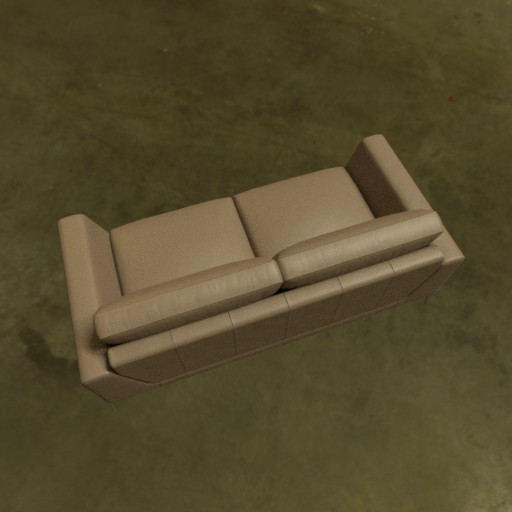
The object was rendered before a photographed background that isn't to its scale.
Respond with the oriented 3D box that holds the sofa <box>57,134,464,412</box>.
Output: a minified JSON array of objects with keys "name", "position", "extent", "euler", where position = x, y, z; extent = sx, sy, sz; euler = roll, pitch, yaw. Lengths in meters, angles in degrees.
[{"name":"sofa","position":[0.000,0.000,2.519],"extent":[2.017,0.875,0.953],"euler":[-17,61,-9]}]
